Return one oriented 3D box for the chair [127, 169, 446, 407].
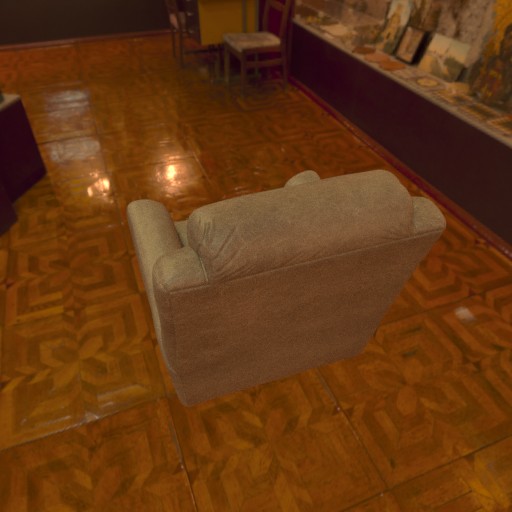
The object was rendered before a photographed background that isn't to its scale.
[{"bbox_3d":[0.000,0.000,1.878,0.965,1.116,1.068,-13,43,-14],"label":"chair"}]
